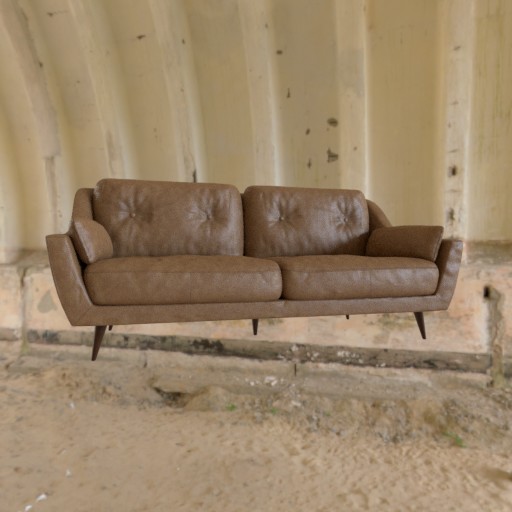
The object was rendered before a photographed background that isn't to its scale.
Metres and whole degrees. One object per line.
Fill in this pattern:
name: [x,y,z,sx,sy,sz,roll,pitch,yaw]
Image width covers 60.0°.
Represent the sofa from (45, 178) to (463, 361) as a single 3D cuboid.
sofa: [0.000,0.000,2.333,1.902,0.839,0.904,0,0,-17]
